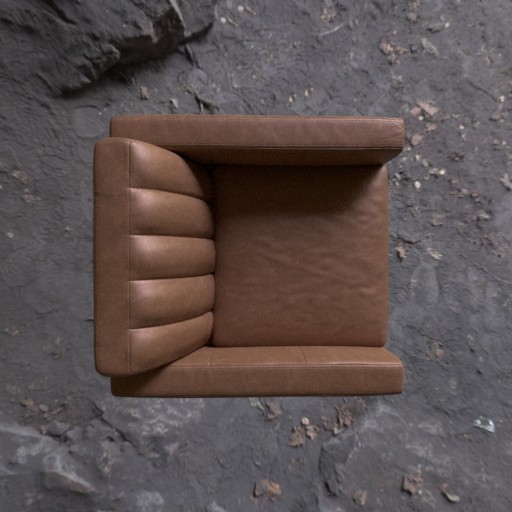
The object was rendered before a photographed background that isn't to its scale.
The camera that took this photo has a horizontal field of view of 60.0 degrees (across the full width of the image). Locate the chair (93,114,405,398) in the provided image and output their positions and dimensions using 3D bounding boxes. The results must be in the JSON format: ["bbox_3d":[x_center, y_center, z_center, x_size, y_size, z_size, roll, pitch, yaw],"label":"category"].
[{"bbox_3d":[0.000,0.000,1.669,0.998,0.819,0.953,0,91,-2],"label":"chair"}]
